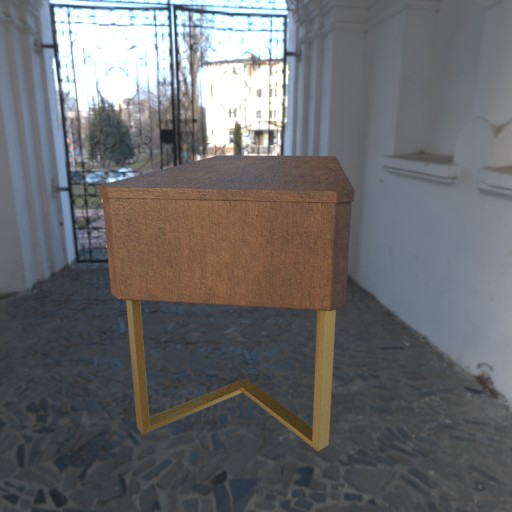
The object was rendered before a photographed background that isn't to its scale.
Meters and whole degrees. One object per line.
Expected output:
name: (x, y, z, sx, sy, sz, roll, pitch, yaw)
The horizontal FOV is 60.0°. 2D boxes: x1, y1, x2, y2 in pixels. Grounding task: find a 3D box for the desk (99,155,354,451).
desk: (0.000, 0.000, 1.904, 0.684, 0.762, 1.479, 2, 16, 8)
